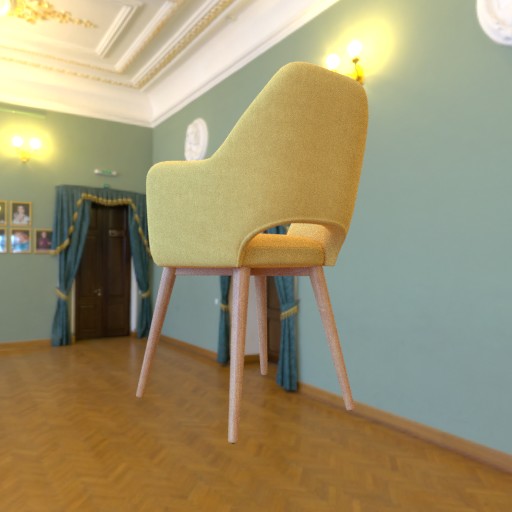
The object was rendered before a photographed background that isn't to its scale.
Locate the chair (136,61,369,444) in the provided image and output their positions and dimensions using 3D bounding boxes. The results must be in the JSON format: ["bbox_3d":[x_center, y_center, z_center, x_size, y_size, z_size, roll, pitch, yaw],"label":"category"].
[{"bbox_3d":[0.000,0.000,1.234,0.590,0.840,0.610,1,-1,-36],"label":"chair"}]
